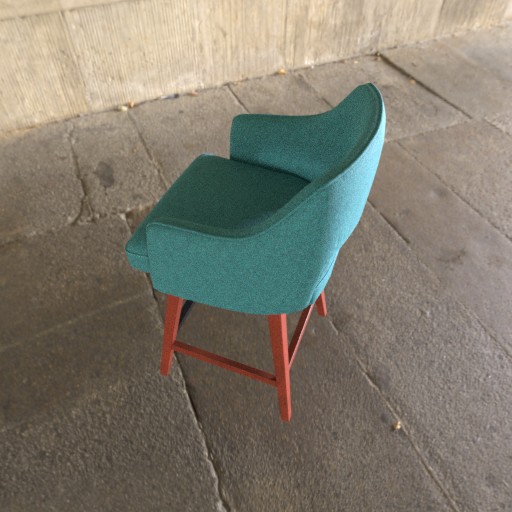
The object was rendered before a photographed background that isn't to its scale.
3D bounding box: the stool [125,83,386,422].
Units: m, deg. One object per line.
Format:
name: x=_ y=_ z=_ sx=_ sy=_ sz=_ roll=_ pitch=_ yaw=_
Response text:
stool: x=0.000 y=0.000 z=1.296 sx=0.556 sy=0.961 sz=0.548 roll=16 pitch=49 yaw=14
